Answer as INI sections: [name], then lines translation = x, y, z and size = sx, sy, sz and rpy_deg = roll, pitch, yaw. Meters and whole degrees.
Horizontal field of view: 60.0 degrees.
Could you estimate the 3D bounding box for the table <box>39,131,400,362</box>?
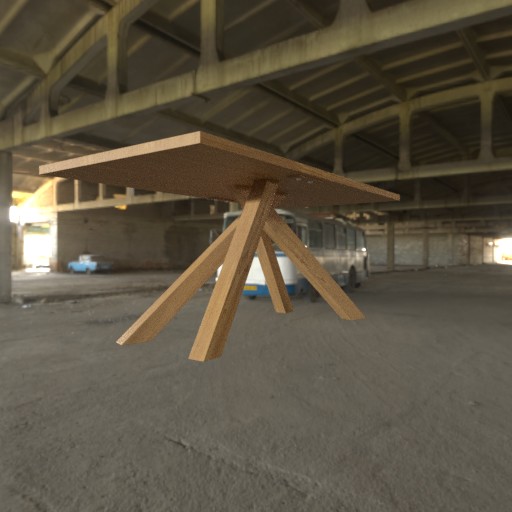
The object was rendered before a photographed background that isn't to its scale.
[table]
translation = 0.000, 0.000, 2.289
size = 0.901, 0.750, 1.797
rpy_deg = 0, 1, 36
